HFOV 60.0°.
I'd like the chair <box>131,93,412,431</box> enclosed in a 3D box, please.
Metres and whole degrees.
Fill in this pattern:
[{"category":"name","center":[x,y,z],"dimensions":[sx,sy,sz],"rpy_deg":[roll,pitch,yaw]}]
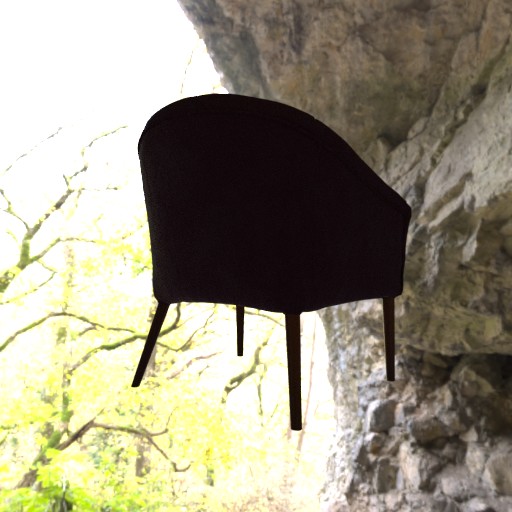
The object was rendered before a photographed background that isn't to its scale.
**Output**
[{"category":"chair","center":[0.000,0.000,1.521],"dimensions":[0.851,0.885,0.776],"rpy_deg":[-1,-1,37]}]
